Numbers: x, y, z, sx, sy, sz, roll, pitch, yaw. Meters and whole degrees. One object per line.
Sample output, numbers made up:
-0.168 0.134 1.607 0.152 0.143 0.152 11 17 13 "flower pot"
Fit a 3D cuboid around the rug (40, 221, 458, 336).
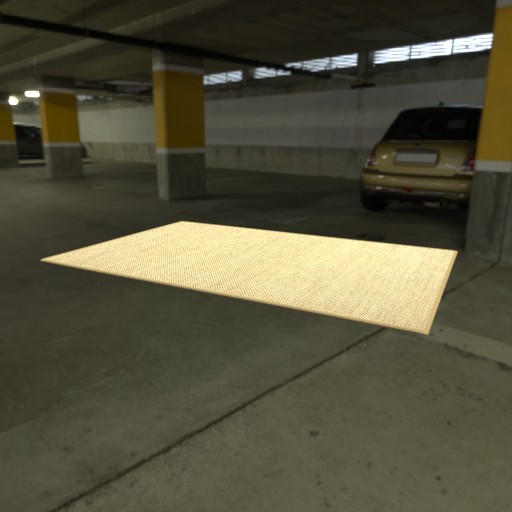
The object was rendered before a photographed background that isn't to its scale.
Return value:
0.000 0.000 2.087 1.667 0.013 1.062 8 17 27 "rug"
